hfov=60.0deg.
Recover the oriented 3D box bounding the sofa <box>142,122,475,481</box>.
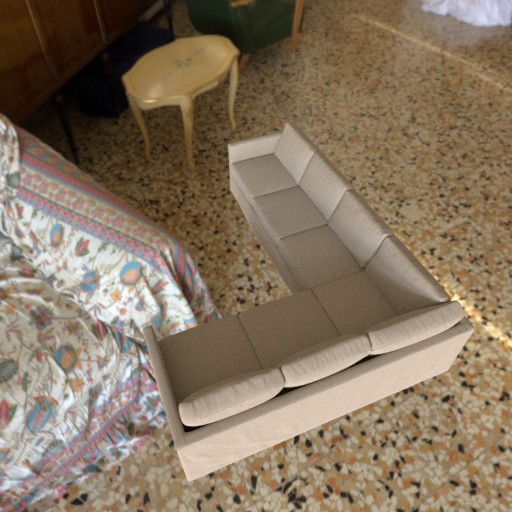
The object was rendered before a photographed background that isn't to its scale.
[{"bbox_3d":[0.000,0.000,4.315,2.432,0.871,3.182,-17,49,-15],"label":"sofa"}]
